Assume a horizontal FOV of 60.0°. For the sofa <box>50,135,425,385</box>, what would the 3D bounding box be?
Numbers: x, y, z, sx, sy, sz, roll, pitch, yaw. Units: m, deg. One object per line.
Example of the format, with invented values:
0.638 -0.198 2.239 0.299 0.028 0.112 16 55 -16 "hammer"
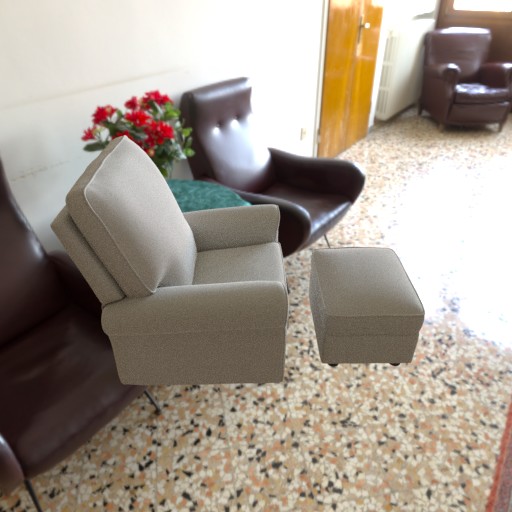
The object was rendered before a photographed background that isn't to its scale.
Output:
0.000 0.000 2.051 1.478 0.959 0.880 0 33 -1 "sofa"
